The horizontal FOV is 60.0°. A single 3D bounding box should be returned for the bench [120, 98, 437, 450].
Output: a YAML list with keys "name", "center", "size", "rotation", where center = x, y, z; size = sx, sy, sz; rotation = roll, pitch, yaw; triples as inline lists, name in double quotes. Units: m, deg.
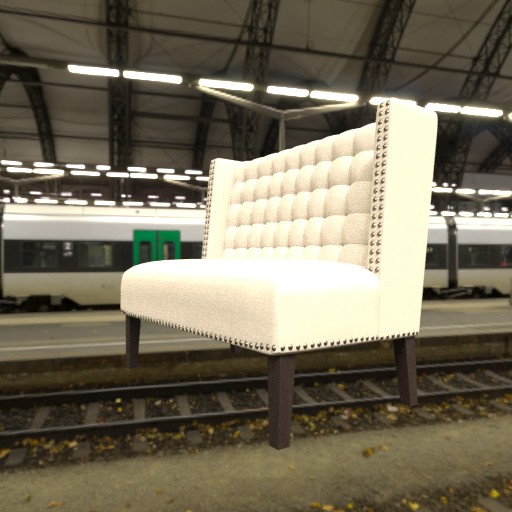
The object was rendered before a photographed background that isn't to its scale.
- name: "bench"
  center: [0.000, 0.000, 1.979]
  size: [0.847, 1.123, 1.280]
  rotation: [0, -1, -37]
